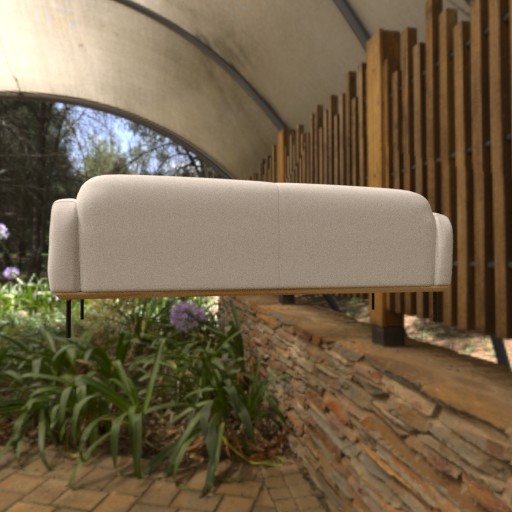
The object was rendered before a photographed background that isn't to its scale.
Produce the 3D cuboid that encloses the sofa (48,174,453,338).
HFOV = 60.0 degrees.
[{"bbox_3d":[0.000,0.000,2.674,2.257,0.780,0.880,0,-1,-17],"label":"sofa"}]
